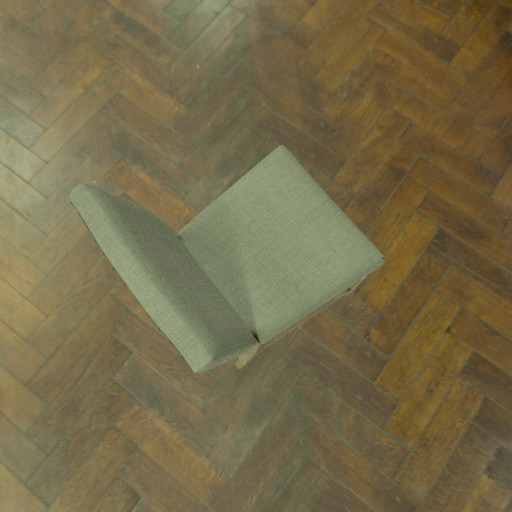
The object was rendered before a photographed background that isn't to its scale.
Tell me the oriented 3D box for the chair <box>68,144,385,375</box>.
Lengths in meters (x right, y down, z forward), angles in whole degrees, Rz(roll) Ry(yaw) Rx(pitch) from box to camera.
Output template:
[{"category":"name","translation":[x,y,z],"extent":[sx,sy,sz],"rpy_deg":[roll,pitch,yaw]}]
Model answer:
[{"category":"chair","translation":[0.000,0.000,1.332],"extent":[0.622,0.986,0.508],"rpy_deg":[-37,77,-10]}]
